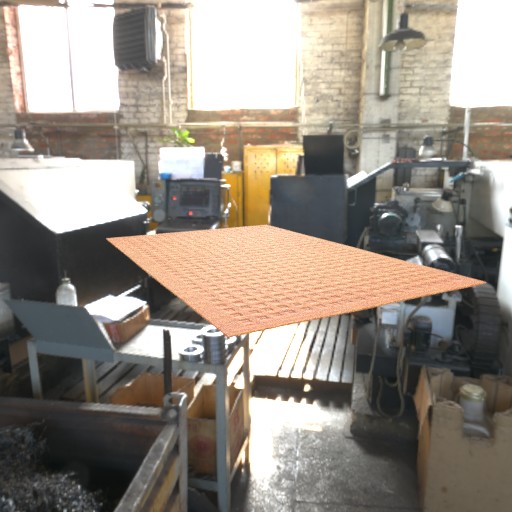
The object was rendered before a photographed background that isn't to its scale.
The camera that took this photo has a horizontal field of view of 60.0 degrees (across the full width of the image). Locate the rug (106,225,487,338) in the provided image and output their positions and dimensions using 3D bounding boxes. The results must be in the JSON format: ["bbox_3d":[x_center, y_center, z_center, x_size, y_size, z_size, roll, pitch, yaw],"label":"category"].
[{"bbox_3d":[0.000,0.000,2.245,1.143,0.006,1.747,-7,14,-28],"label":"rug"}]
